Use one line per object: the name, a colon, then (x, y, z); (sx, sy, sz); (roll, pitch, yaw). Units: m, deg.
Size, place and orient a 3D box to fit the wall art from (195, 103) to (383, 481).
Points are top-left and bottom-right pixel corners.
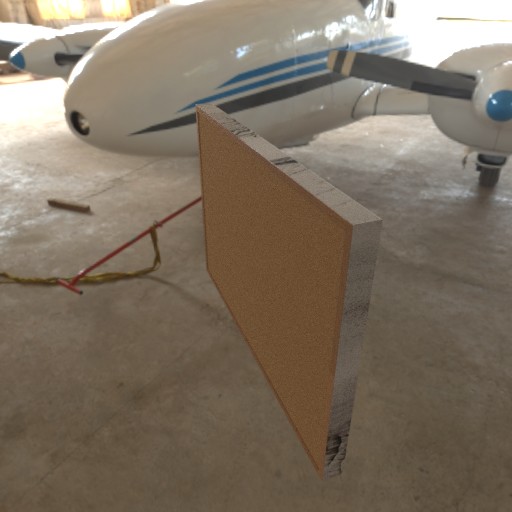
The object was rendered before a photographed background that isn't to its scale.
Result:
wall art: (0.000, 0.000, 0.784); (0.035, 0.407, 0.613); (-11, 32, -18)
